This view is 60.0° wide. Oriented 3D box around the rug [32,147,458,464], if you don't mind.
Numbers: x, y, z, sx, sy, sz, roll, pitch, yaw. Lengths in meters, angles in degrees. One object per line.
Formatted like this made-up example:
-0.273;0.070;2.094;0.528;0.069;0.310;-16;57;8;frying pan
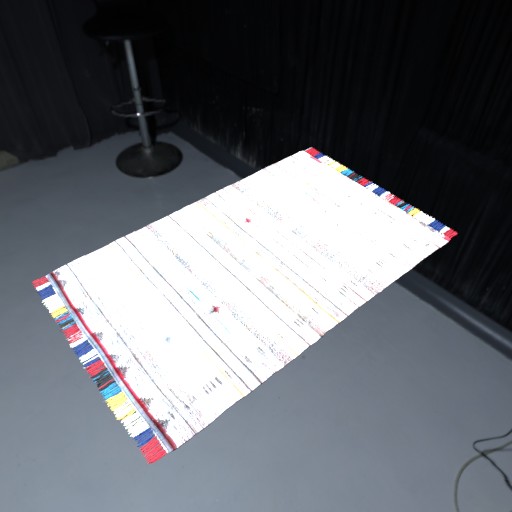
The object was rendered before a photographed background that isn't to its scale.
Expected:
0.000;0.000;2.914;2.465;0.012;1.465;-31;53;-27;rug
